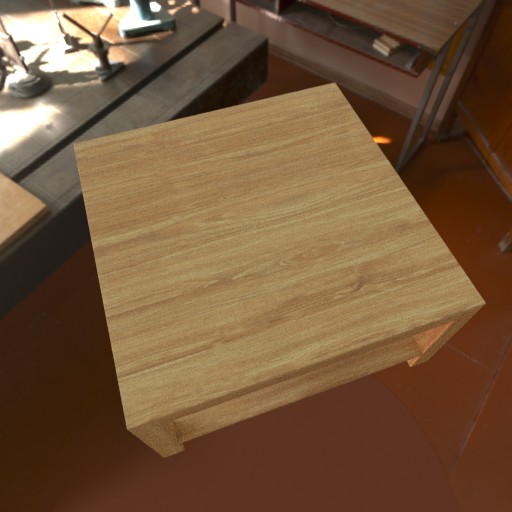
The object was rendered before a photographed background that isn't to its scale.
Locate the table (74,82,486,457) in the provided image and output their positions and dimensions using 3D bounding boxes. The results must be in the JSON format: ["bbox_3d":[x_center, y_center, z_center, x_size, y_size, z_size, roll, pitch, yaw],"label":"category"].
[{"bbox_3d":[0.000,0.000,1.440,0.900,0.450,0.900,-17,60,-10],"label":"table"}]
